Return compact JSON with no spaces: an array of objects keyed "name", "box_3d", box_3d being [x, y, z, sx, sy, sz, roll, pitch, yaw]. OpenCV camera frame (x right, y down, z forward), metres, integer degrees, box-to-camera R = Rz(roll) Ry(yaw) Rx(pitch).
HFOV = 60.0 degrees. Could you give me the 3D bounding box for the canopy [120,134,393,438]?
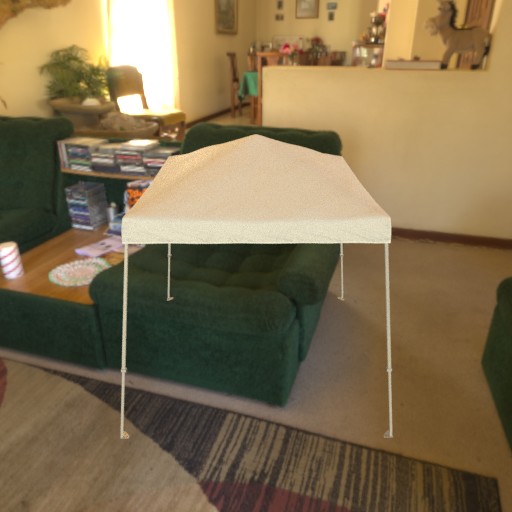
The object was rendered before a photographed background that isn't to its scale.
[{"name":"canopy","box_3d":[0.000,0.000,6.697,3.599,3.600,3.600,0,25,0]}]
